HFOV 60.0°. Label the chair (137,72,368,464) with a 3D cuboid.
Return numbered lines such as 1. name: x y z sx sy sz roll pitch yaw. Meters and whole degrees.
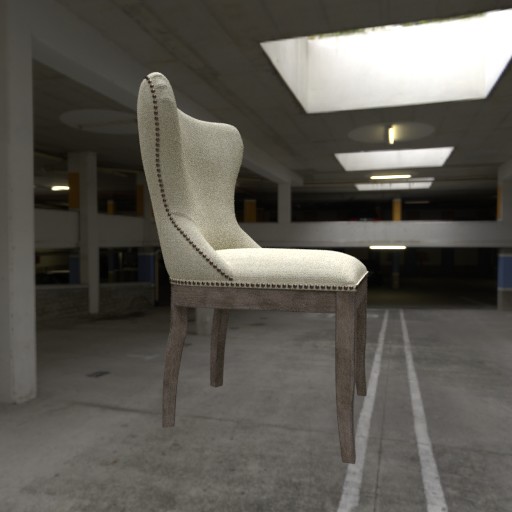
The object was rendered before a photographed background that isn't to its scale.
1. chair: 0.000 0.000 1.426 0.681 1.002 0.654 1 2 17
